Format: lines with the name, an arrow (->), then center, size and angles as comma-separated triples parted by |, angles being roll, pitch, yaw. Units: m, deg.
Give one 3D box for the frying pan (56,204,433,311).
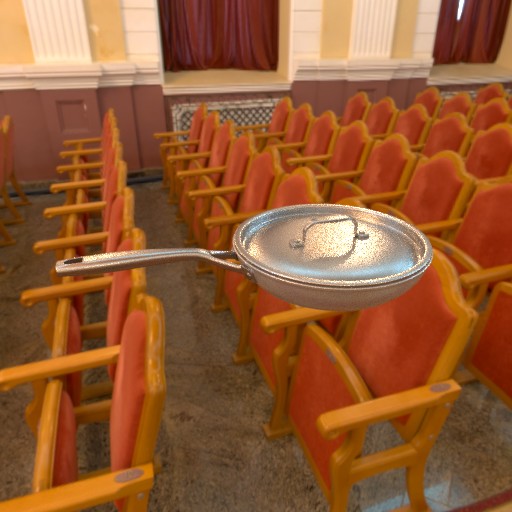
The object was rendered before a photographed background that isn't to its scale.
frying pan -> 0.000, 0.000, 0.596 | 0.490, 0.086, 0.272 | -8, 27, -16
